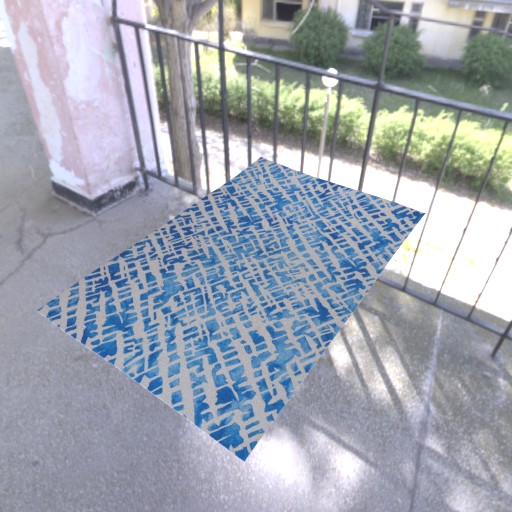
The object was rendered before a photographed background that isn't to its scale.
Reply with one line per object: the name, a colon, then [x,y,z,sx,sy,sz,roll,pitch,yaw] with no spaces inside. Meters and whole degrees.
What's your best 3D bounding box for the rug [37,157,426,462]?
rug: [0.000,0.000,2.368,1.209,0.011,1.830,25,47,26]
